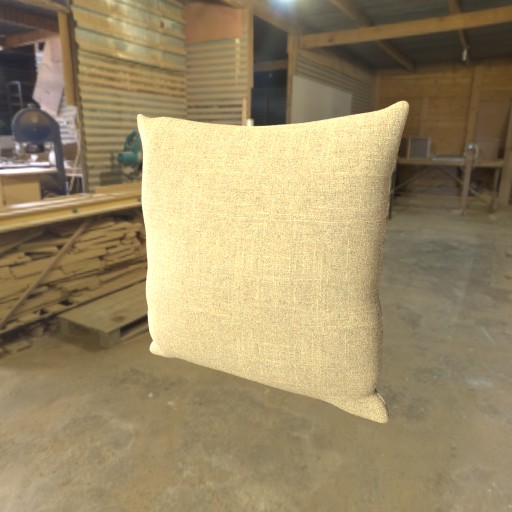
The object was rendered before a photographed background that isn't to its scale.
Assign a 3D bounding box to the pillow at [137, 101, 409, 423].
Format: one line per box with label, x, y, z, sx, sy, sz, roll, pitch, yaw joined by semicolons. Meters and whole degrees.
pillow;0.000;0.000;0.685;0.439;0.440;0.182;8;17;27
